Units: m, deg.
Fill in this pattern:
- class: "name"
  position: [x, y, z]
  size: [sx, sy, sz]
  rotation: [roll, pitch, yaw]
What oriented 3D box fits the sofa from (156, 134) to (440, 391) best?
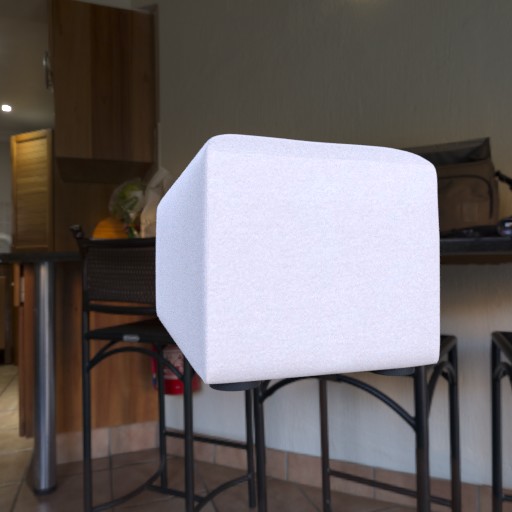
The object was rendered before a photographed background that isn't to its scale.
- class: "sofa"
  position: [0.000, 0.000, 1.227]
  size: [0.480, 0.470, 0.930]
  rotation: [0, 0, -18]
